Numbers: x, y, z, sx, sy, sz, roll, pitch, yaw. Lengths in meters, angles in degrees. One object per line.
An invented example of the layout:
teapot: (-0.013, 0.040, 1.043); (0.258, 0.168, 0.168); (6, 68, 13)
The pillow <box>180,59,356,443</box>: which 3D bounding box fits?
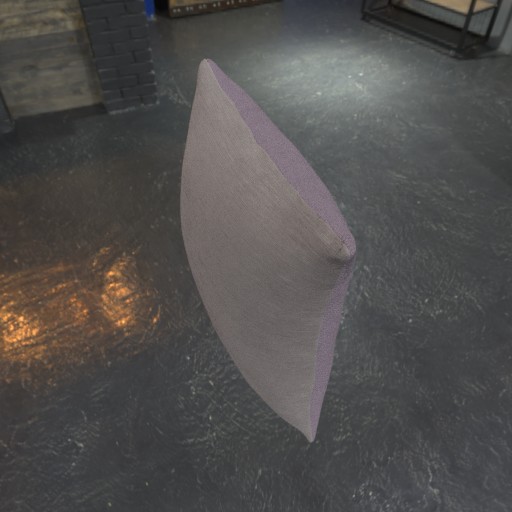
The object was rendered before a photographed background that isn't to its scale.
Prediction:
pillow: (0.000, 0.000, 0.693); (0.204, 0.439, 0.452); (-16, 48, -15)
